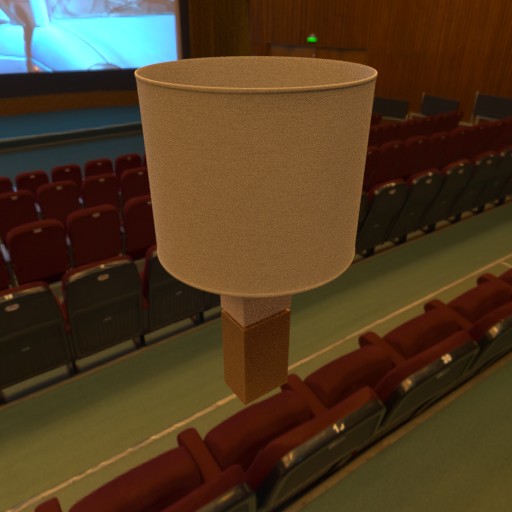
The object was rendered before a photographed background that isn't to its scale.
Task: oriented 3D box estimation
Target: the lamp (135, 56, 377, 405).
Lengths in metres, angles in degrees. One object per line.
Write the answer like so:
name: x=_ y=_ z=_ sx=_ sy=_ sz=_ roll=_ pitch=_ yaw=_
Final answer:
lamp: x=0.000 y=0.000 z=0.532 sx=0.229 sy=0.417 sz=0.229 roll=-19 pitch=35 yaw=-30
